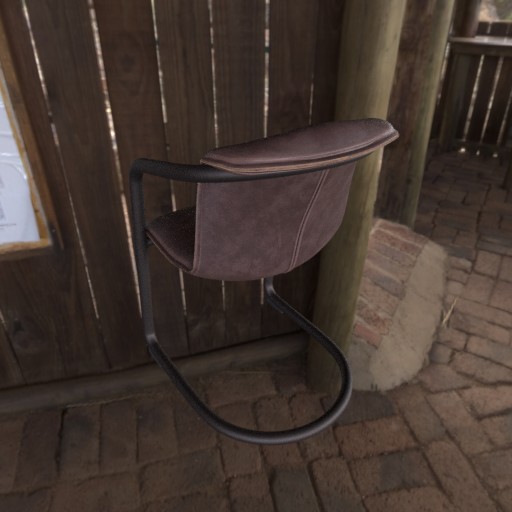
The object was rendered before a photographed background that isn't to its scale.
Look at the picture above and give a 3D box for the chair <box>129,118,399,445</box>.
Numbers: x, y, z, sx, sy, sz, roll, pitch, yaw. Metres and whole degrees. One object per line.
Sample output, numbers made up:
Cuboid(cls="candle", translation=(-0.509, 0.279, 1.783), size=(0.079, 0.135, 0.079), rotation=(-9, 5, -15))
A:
Cuboid(cls="chair", translation=(0.000, 0.000, 1.256), size=(0.536, 0.836, 0.664), rotation=(-19, 36, -29))
